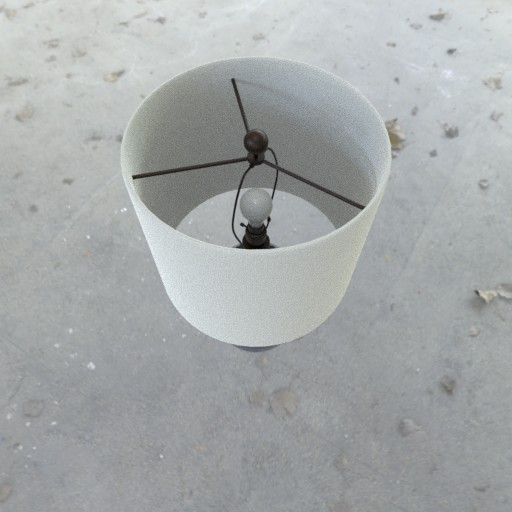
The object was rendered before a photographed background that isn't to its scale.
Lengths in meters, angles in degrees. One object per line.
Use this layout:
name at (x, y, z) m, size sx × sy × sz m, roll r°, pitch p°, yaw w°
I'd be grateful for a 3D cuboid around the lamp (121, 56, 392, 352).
lamp at (0.000, 0.000, 0.773) m, size 0.329 × 0.570 × 0.329 m, roll 29°, pitch 63°, yaw 16°
